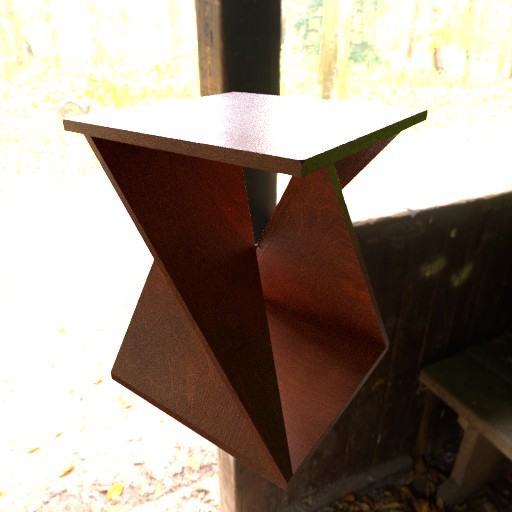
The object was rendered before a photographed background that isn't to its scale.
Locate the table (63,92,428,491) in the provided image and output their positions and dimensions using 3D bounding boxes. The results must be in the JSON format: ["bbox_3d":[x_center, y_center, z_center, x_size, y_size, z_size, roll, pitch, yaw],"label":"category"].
[{"bbox_3d":[0.000,0.000,0.840,0.427,0.520,0.427,18,32,32],"label":"table"}]
